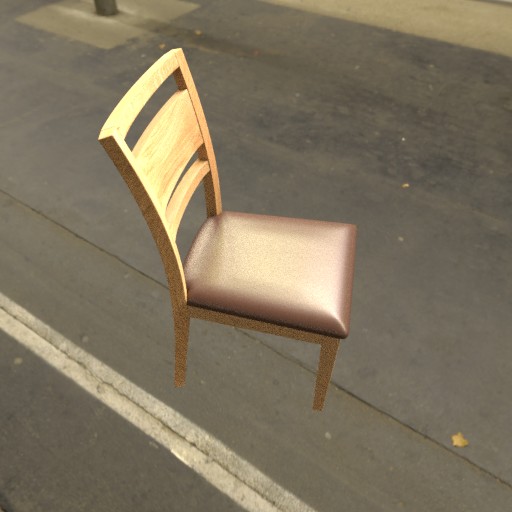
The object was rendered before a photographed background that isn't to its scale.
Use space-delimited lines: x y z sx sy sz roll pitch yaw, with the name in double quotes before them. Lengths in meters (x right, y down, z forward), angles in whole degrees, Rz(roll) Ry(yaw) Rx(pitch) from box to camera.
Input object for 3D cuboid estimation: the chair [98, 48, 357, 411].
"chair" 0.000 0.000 1.233 0.545 0.940 0.420 9 48 8
